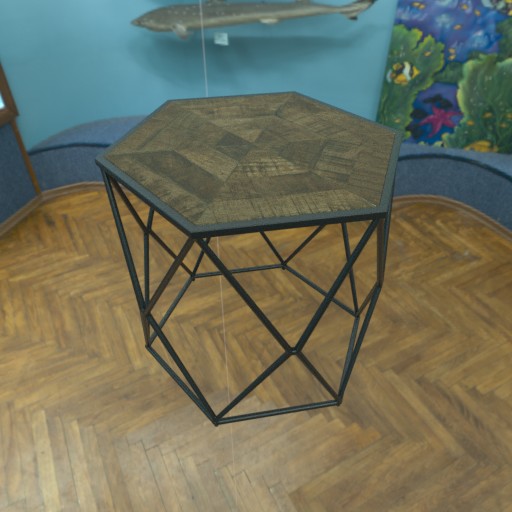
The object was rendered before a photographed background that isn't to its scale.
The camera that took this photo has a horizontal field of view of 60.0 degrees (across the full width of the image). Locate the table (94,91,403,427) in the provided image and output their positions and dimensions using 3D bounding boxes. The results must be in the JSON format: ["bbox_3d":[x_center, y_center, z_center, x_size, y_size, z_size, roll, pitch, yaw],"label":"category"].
[{"bbox_3d":[0.000,0.000,1.028,0.579,0.564,0.578,12,42,14],"label":"table"}]
